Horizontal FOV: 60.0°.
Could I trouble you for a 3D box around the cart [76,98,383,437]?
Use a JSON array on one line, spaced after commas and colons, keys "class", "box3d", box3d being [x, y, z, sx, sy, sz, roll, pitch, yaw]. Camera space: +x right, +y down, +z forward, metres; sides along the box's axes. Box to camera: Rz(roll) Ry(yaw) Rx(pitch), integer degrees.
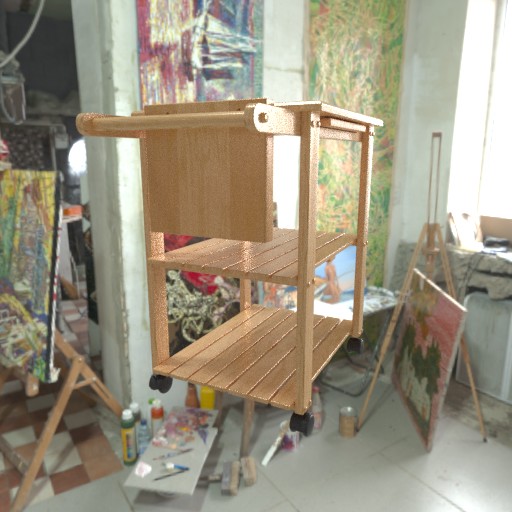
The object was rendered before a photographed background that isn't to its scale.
[{"class": "cart", "box3d": [0.000, 0.000, 1.305, 0.520, 0.816, 0.843, 7, 14, 26]}]
